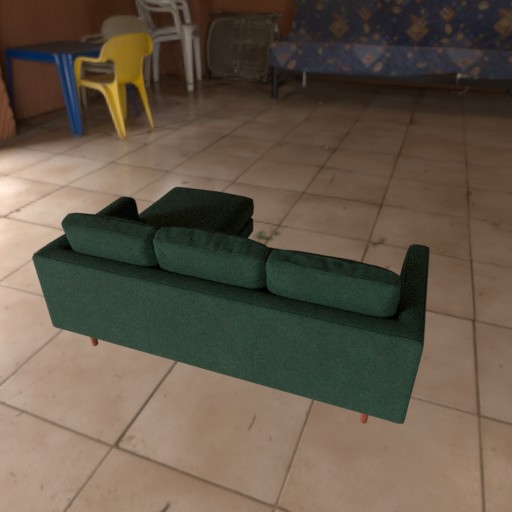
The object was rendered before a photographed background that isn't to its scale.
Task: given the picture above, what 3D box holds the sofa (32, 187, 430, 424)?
[{"bbox_3d":[0.000,0.000,2.842,2.030,0.899,1.580,11,33,17],"label":"sofa"}]
